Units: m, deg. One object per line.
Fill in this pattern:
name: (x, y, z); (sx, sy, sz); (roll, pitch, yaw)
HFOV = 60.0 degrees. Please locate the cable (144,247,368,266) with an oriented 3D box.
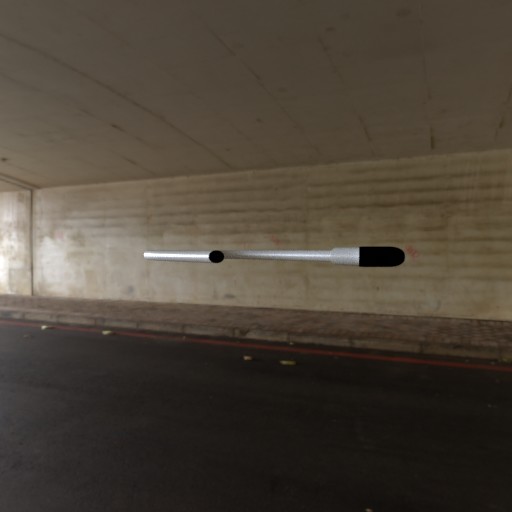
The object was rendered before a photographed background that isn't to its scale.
cable: (0.000, 0.000, 0.113); (0.041, 0.005, 0.098); (-1, 1, -35)
